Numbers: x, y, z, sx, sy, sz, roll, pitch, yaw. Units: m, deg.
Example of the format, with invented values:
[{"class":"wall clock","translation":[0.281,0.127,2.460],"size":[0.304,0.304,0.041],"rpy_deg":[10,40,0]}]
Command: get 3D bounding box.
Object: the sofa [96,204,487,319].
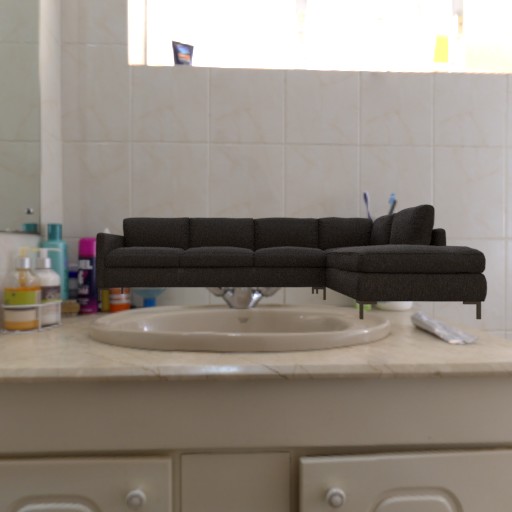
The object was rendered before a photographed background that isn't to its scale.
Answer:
[{"class":"sofa","translation":[0.000,0.000,3.792],"size":[2.949,0.815,2.007],"rpy_deg":[0,0,0]}]
